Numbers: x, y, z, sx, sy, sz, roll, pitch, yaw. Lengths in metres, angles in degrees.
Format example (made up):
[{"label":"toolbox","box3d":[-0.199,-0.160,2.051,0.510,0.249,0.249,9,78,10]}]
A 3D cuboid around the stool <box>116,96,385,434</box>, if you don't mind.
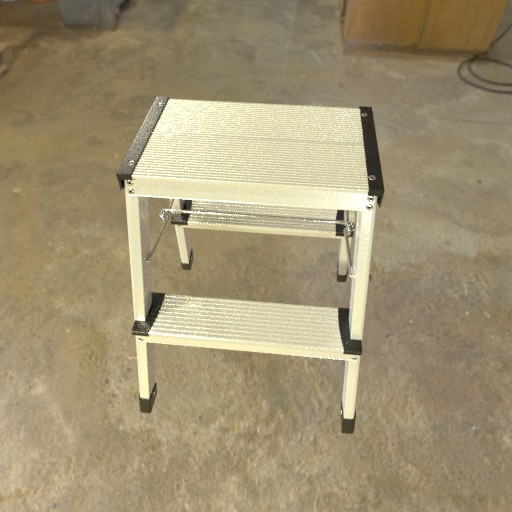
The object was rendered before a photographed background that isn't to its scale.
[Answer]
[{"label":"stool","box3d":[0.000,0.000,0.786,0.404,0.480,0.405,4,47,4]}]
